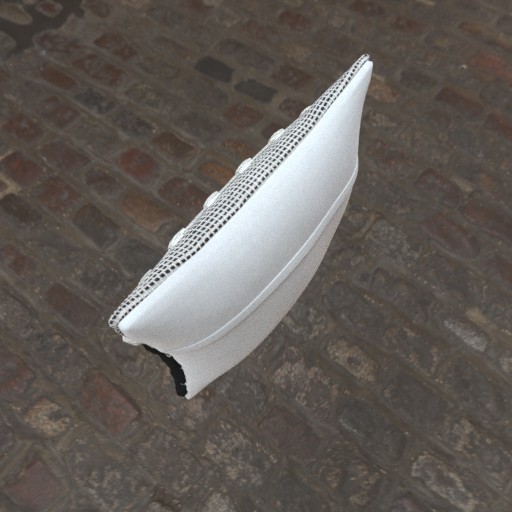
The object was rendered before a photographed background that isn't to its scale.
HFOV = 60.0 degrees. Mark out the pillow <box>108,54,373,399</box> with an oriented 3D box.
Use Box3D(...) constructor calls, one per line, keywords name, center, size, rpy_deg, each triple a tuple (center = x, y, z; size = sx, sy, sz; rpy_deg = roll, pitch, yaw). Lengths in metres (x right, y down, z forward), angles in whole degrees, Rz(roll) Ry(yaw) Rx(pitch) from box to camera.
Box3D(name="pillow", center=(0.000, 0.000, 0.659), size=(0.156, 0.438, 0.436), rpy_deg=(35, 69, 16))
